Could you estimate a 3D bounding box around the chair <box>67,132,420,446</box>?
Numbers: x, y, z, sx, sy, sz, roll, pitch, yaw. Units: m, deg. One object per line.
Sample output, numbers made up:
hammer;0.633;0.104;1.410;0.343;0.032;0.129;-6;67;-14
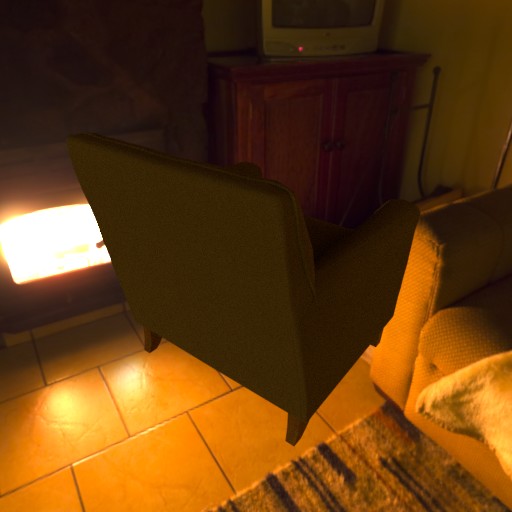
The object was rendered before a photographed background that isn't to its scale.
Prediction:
chair;0.000;0.000;1.577;0.836;0.911;0.831;21;36;33
